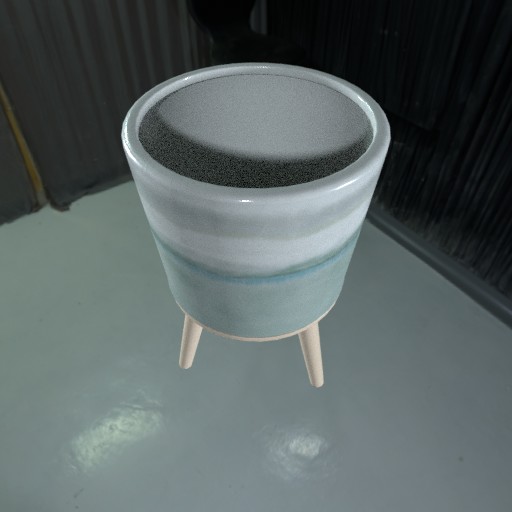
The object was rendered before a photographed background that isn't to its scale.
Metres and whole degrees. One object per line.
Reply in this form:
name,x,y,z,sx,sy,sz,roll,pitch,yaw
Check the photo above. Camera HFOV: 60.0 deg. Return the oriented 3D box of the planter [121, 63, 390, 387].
planter,0.000,0.000,0.588,0.265,0.404,0.265,-30,53,-26
